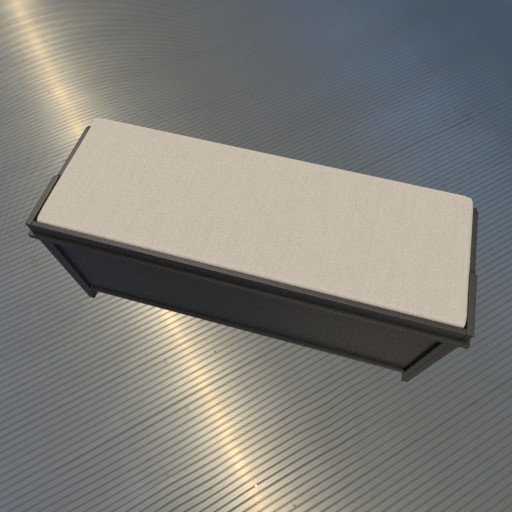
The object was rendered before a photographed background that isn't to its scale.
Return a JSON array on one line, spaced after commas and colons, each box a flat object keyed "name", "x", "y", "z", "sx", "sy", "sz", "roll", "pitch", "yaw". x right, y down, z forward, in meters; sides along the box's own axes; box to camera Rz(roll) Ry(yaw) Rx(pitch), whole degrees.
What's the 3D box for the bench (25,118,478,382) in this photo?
[{"name": "bench", "x": 0.000, "y": 0.000, "z": 1.367, "sx": 1.140, "sy": 0.501, "sz": 0.398, "roll": 14, "pitch": 63, "yaw": 7}]
